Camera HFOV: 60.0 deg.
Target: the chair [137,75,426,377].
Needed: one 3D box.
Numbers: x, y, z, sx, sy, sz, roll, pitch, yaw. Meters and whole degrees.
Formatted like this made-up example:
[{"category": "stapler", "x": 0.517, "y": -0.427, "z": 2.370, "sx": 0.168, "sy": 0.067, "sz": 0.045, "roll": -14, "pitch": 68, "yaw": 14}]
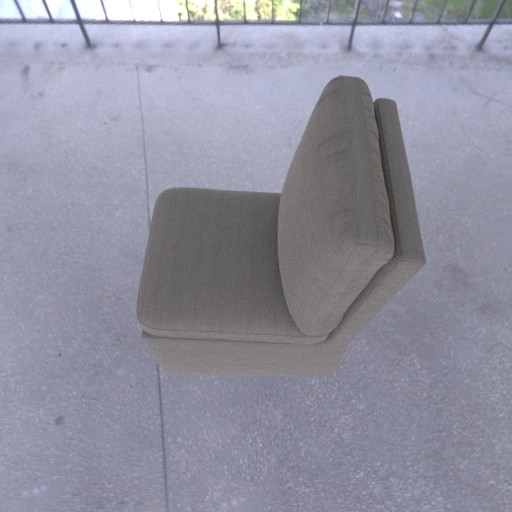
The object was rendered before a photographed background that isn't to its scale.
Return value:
[{"category": "chair", "x": 0.000, "y": 0.000, "z": 1.332, "sx": 0.698, "sy": 0.927, "sz": 0.503, "roll": 1, "pitch": 60, "yaw": 1}]
